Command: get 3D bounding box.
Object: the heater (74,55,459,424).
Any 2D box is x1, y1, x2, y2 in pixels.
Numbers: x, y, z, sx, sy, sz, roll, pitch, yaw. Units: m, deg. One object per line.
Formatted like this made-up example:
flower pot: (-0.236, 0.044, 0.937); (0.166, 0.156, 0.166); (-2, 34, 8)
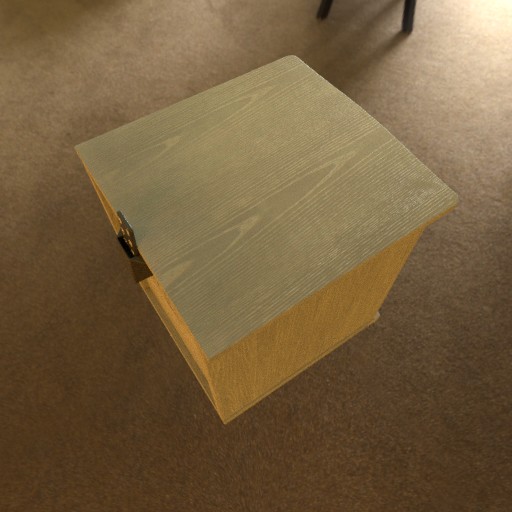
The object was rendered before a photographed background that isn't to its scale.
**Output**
heater: (0.000, 0.000, 0.756); (0.400, 0.481, 0.362); (-30, 63, -17)
